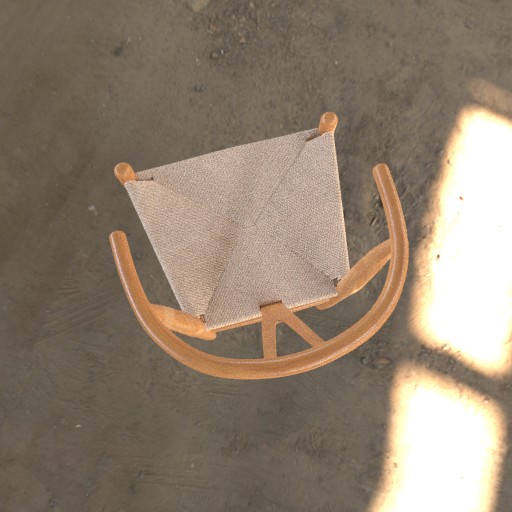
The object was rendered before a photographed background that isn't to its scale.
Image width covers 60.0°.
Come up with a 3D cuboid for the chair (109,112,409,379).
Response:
[{"bbox_3d":[0.000,0.000,1.127,0.569,0.730,0.579,-15,77,-4],"label":"chair"}]
